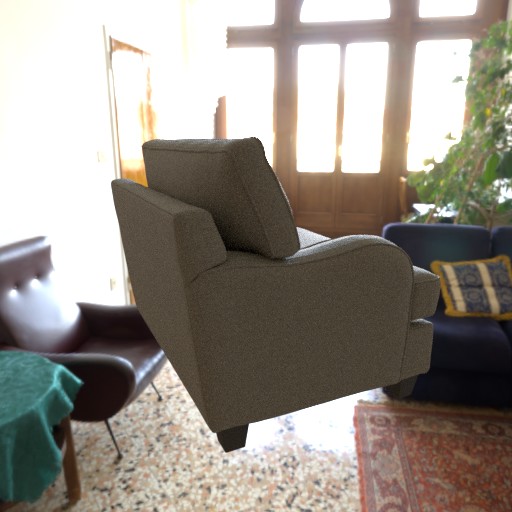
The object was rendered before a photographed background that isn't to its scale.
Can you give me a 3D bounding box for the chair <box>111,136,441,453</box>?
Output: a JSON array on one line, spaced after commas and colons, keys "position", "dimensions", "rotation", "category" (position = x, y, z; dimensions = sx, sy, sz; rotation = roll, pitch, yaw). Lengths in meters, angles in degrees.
[{"position": [0.000, 0.000, 1.972], "dimensions": [1.040, 1.016, 1.220], "rotation": [-7, 16, -25], "category": "chair"}]
